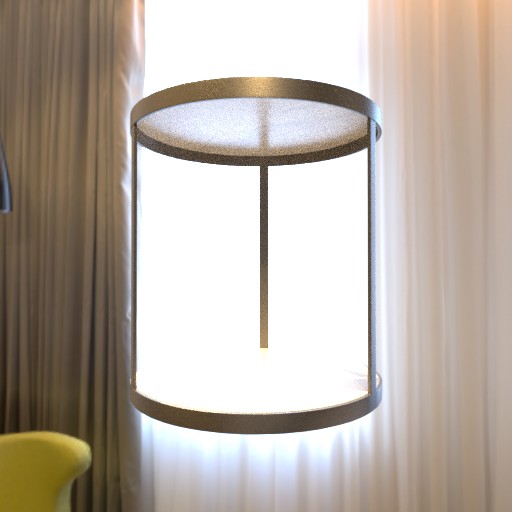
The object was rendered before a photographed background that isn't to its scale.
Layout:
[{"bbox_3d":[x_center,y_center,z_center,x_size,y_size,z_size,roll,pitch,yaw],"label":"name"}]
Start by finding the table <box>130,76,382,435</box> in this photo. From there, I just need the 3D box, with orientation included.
[{"bbox_3d":[0.000,0.000,0.813,0.445,0.479,0.445,0,-1,0],"label":"table"}]
